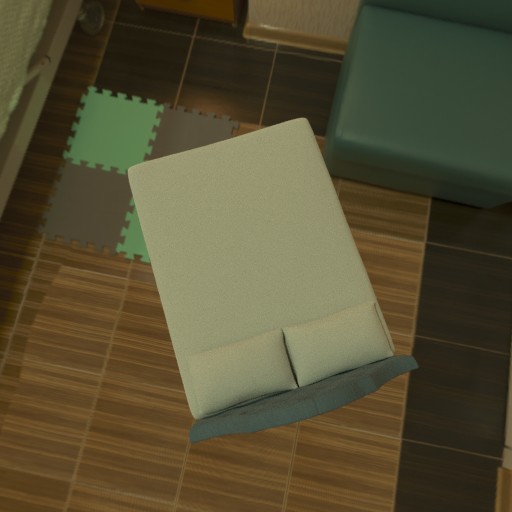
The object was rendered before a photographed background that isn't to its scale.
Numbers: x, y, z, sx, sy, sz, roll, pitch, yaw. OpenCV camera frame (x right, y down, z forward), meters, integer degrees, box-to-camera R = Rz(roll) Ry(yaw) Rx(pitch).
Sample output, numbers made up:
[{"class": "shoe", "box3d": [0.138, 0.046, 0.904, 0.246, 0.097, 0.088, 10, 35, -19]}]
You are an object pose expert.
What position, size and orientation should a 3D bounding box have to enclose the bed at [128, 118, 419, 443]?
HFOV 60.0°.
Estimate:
[{"class": "bed", "box3d": [0.000, 0.000, 3.271, 1.636, 1.575, 2.155, -17, 77, -4]}]
